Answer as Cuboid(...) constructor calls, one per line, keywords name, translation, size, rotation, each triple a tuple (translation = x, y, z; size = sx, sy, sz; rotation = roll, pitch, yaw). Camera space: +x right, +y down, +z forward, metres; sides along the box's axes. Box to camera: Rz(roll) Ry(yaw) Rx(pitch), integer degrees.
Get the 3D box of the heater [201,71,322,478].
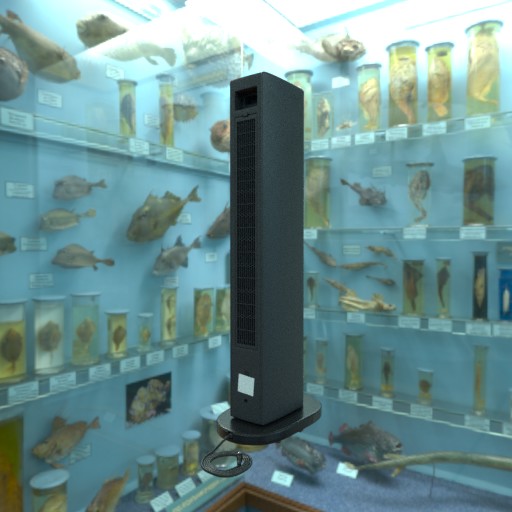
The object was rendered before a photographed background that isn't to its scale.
Cuboid(name="heater", translation=(0.000, 0.000, 1.067), size=(0.214, 0.856, 0.458), rotation=(1, 2, 36))
